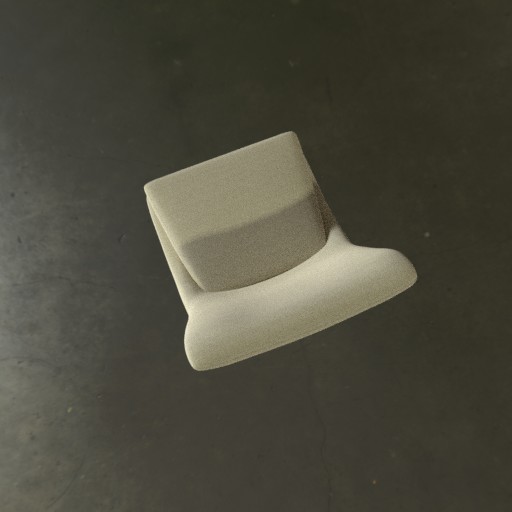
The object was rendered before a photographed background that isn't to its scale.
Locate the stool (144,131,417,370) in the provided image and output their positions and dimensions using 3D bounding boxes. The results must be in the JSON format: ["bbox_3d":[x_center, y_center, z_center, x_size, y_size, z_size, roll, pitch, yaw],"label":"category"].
[{"bbox_3d":[0.000,0.000,1.299,0.483,0.991,0.559,-21,77,-5],"label":"stool"}]
